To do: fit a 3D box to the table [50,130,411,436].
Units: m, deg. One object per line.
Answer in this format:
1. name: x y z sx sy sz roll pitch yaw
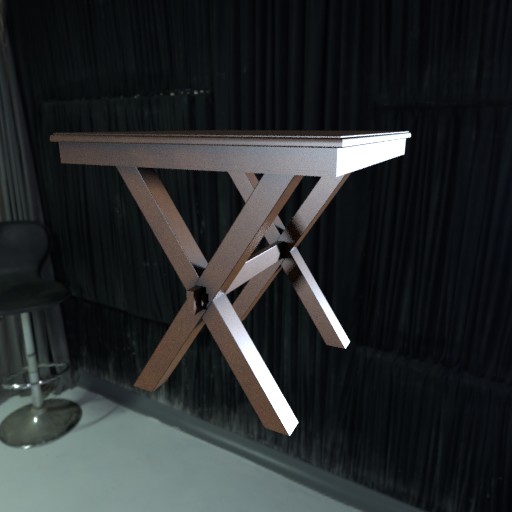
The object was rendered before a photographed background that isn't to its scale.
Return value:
1. table: 0.000 0.000 1.043 0.560 0.562 0.602 8 18 26
